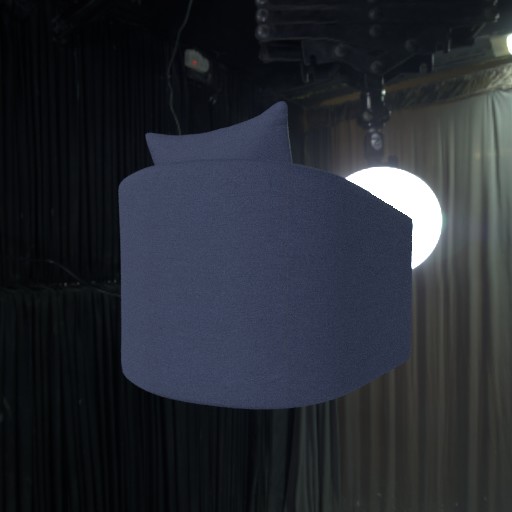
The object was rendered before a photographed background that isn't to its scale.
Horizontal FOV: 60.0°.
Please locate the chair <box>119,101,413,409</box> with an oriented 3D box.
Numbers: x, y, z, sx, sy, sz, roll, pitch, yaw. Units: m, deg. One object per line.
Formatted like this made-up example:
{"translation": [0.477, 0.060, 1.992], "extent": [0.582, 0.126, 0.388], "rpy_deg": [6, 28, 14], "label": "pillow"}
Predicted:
{"translation": [0.000, 0.000, 1.579], "extent": [0.845, 0.848, 0.910], "rpy_deg": [0, 0, 37], "label": "chair"}
